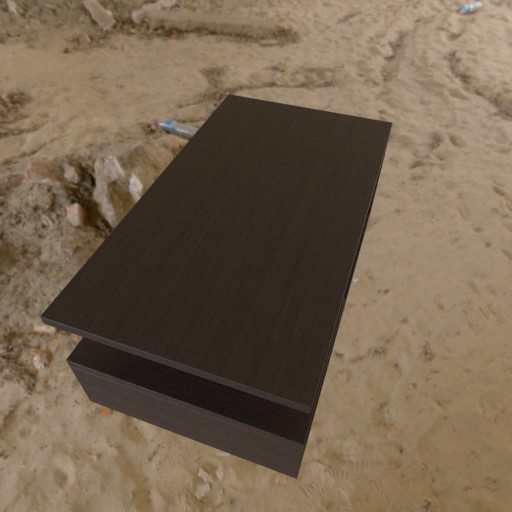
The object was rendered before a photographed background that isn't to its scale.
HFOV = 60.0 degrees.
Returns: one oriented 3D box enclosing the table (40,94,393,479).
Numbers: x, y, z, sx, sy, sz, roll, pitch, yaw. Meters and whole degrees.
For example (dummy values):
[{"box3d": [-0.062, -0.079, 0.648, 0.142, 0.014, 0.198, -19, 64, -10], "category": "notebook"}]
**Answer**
[{"box3d": [0.000, 0.000, 1.369, 0.590, 0.460, 1.050, 15, 48, 13], "category": "table"}]
